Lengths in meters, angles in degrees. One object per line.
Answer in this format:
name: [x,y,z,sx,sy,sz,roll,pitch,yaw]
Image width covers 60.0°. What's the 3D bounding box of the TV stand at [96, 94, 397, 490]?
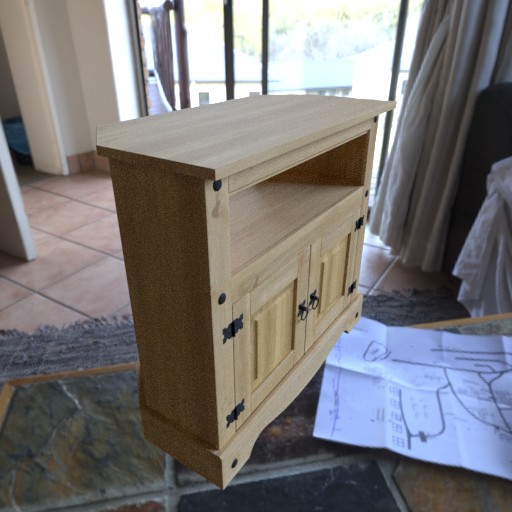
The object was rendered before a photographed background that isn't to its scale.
TV stand: [0.000,0.000,1.272,0.425,0.781,0.851,17,32,30]
